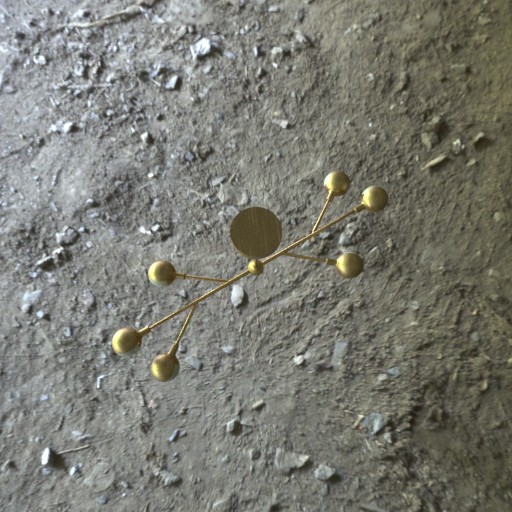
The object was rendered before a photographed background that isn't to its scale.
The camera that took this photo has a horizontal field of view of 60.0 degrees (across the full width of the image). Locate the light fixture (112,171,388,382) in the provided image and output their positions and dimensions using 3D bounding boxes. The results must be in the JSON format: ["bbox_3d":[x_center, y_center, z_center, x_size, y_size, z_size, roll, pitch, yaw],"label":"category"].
[{"bbox_3d":[0.000,0.000,1.026,0.778,0.362,0.434,-14,75,-4],"label":"light fixture"}]
